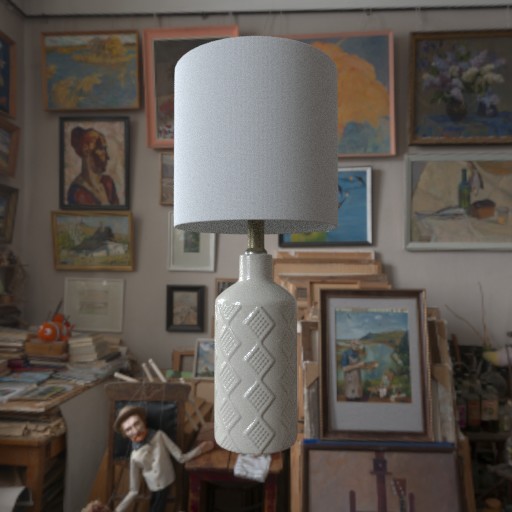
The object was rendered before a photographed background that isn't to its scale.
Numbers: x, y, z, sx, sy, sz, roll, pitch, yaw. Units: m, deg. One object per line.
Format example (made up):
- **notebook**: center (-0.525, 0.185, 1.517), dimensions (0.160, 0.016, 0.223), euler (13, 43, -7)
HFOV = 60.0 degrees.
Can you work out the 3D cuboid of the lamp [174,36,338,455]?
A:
- **lamp**: center (0.000, 0.000, 0.566), dimensions (0.207, 0.461, 0.207), euler (1, -2, -35)
